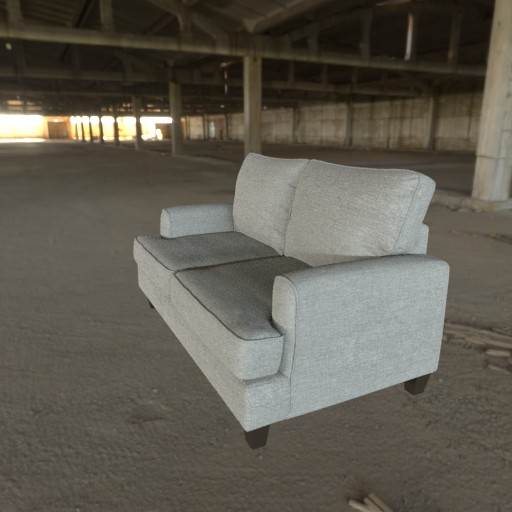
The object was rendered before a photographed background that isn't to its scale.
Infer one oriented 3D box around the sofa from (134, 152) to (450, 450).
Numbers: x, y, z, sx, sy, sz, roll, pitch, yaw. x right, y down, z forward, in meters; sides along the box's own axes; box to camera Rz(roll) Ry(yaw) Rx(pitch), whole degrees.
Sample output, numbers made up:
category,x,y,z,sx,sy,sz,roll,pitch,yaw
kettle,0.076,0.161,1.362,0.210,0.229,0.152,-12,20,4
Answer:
category,x,y,z,sx,sy,sz,roll,pitch,yaw
sofa,0.000,0.000,2.287,0.965,0.965,1.651,-8,18,-26
